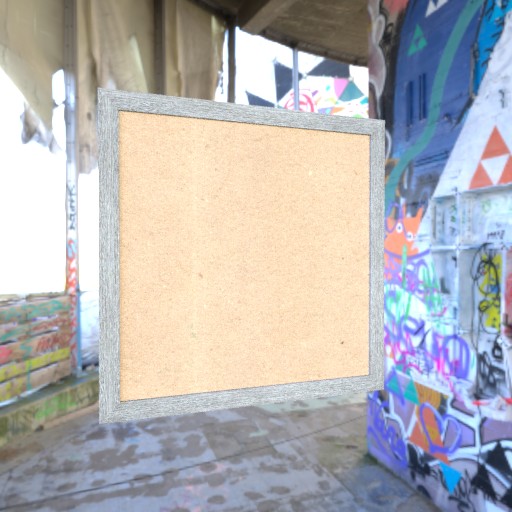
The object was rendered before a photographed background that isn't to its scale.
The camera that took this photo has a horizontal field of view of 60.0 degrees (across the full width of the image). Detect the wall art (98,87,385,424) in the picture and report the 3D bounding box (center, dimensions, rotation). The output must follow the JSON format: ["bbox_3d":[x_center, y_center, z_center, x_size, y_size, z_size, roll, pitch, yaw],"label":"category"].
[{"bbox_3d":[0.000,0.000,1.023,0.685,0.685,0.020,0,1,-19],"label":"wall art"}]
